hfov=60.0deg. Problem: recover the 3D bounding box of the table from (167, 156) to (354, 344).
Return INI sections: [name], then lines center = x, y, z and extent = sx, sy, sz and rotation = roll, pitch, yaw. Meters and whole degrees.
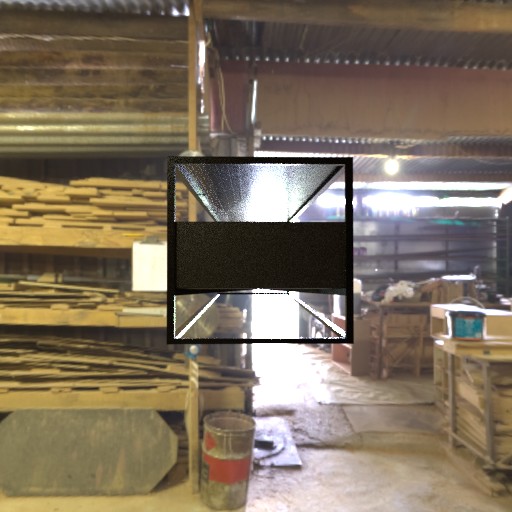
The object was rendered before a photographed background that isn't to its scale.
[table]
center = 0.000, 0.000, 1.676
extent = 0.399, 0.395, 1.486
rotation = 0, -1, -1
